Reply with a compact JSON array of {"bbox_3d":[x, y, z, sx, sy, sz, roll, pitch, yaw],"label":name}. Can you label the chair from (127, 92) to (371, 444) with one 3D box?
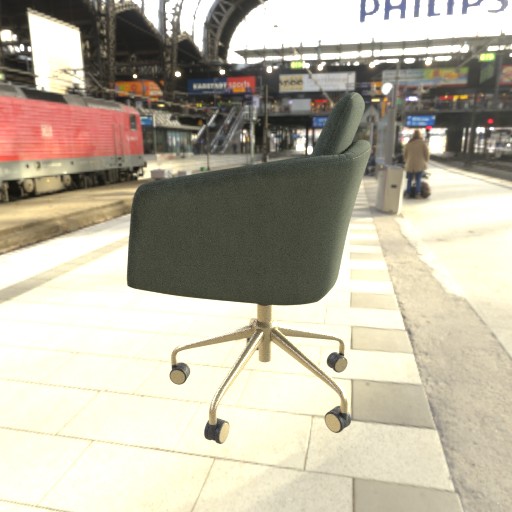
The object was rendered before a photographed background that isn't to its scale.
[{"bbox_3d":[0.000,0.000,1.360,0.635,0.908,0.641,2,15,9],"label":"chair"}]
